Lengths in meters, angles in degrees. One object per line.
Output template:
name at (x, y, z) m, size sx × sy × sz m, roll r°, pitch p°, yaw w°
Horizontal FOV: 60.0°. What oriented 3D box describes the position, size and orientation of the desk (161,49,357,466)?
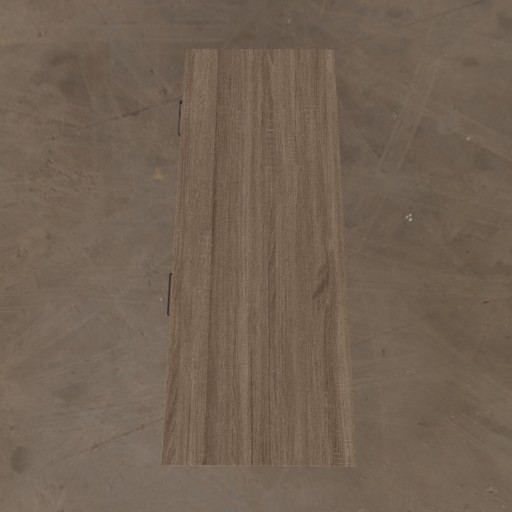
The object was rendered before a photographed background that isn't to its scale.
desk at (0.000, 0.000, 2.104) m, size 0.690 × 0.760 × 1.700 m, roll 0°, pitch 74°, yaw 0°
